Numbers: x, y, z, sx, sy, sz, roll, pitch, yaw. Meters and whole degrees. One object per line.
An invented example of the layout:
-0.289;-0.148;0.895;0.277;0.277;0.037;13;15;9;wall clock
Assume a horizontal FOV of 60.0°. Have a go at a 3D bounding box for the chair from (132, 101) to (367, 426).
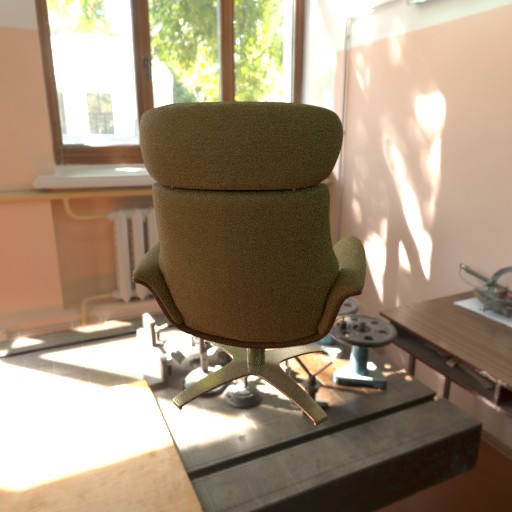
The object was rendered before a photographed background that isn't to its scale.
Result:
0.000;0.000;1.575;0.785;0.995;0.837;3;16;9;chair
